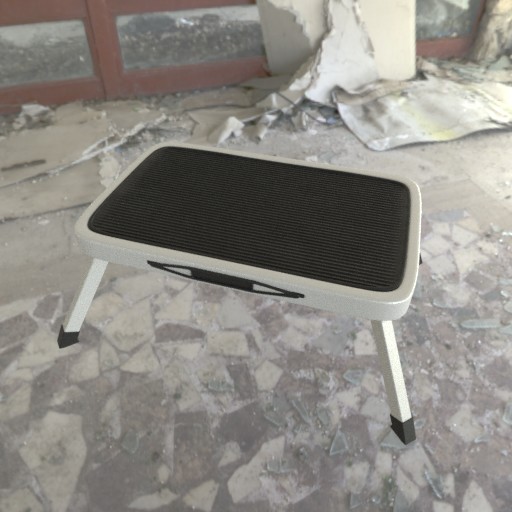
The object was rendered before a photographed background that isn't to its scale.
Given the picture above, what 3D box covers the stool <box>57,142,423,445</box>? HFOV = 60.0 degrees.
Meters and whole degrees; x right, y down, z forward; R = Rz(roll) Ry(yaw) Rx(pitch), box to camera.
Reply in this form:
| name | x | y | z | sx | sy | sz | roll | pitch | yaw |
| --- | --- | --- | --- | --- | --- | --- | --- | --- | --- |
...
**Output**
| name | x | y | z | sx | sy | sz | roll | pitch | yaw |
| --- | --- | --- | --- | --- | --- | --- | --- | --- | --- |
| stool | 0.000 | 0.000 | 0.590 | 0.460 | 0.170 | 0.320 | 11 | 43 | 13 |
